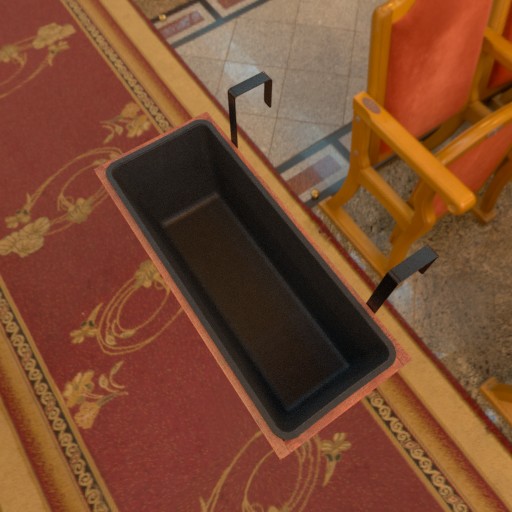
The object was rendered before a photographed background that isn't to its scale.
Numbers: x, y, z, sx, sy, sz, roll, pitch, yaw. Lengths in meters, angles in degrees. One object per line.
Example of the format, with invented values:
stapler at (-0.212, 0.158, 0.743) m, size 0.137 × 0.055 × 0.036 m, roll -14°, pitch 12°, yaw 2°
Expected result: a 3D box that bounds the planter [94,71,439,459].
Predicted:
planter at (0.000, 0.000, 0.648) m, size 0.262 × 0.289 × 0.480 m, roll -32°, pitch 69°, yaw -14°
